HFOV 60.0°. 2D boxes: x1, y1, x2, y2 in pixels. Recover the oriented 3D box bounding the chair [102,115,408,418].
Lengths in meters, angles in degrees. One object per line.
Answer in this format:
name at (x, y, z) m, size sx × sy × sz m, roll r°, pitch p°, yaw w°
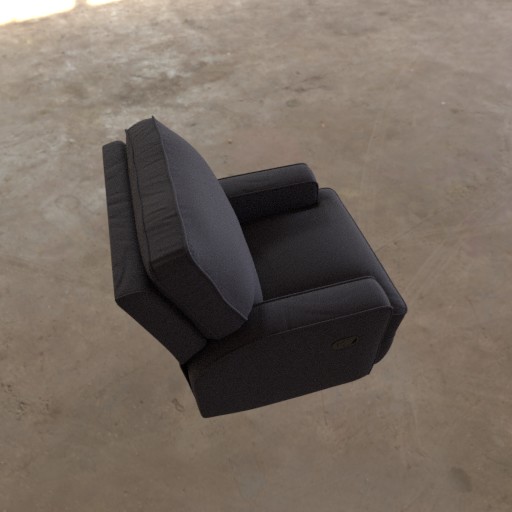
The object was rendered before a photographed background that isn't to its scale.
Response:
chair at (0.000, 0.000, 1.730) m, size 0.964 × 0.962 × 0.861 m, roll -12°, pitch 49°, yaw -11°
